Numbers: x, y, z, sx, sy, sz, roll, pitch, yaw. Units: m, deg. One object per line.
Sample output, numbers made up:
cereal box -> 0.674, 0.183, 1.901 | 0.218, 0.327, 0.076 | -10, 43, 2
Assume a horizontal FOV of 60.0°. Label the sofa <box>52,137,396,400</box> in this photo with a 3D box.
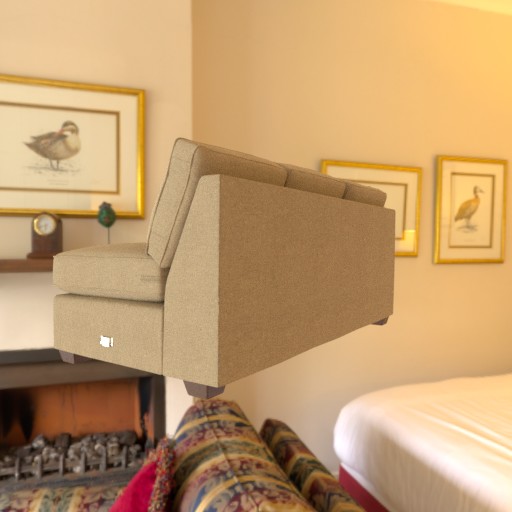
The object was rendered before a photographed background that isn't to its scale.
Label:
sofa -> 0.000, 0.000, 2.763 | 1.127, 1.036, 2.092 | 1, 2, 34
